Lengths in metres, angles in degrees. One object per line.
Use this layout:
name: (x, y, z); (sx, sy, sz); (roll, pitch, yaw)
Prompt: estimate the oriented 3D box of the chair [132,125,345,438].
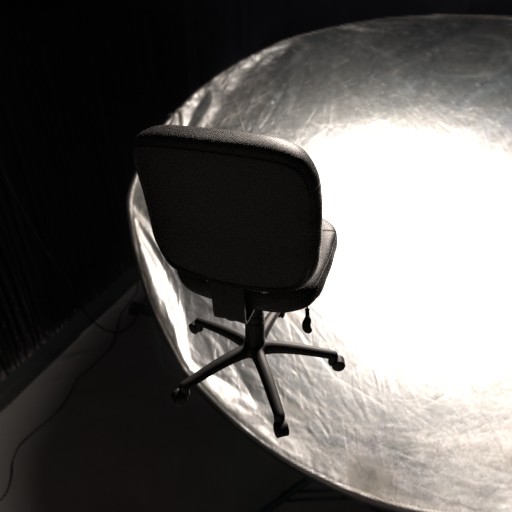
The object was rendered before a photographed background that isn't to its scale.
chair: (0.000, 0.000, 1.431); (0.647, 0.959, 0.646); (11, 33, 17)
